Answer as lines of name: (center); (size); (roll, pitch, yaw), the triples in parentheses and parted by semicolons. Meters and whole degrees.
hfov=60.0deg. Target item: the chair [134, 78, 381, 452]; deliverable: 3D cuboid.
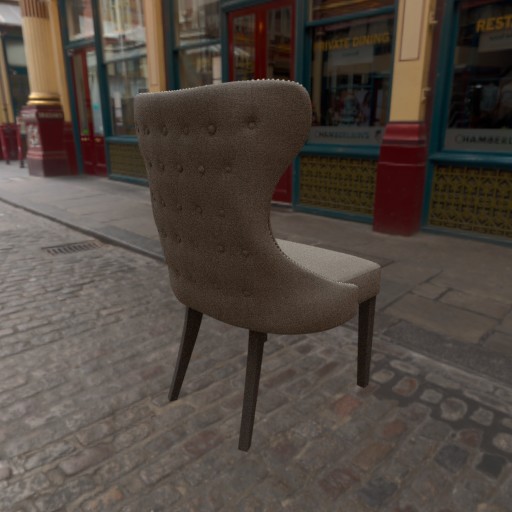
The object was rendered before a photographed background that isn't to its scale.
chair: (0.000, 0.000, 1.382); (0.628, 0.967, 0.635); (15, 22, 42)
